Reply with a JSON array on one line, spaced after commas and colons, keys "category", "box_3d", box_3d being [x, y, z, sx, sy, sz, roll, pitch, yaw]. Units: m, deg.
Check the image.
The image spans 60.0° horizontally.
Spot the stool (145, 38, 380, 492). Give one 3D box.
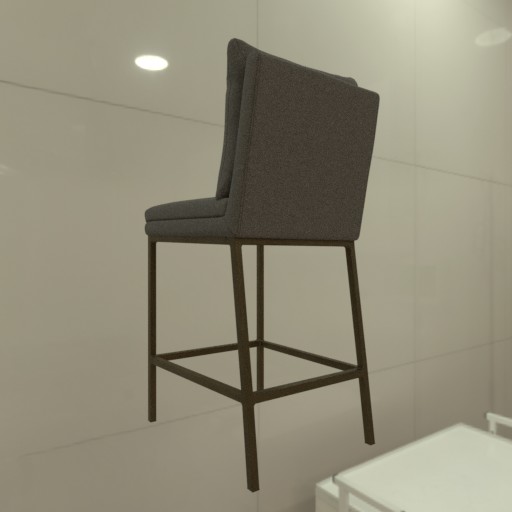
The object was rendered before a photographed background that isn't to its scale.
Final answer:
[{"category": "stool", "box_3d": [0.000, 0.000, 1.303, 0.463, 1.030, 0.569, 0, 0, -37]}]
